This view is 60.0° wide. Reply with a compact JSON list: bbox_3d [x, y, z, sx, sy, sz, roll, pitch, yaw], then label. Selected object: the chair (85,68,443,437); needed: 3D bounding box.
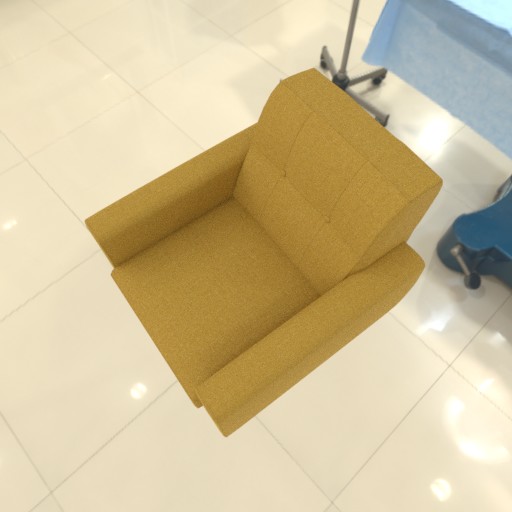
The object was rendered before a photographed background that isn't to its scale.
[{"bbox_3d":[0.000,0.000,1.578,0.909,0.841,0.831,-33,67,-16],"label":"chair"}]
